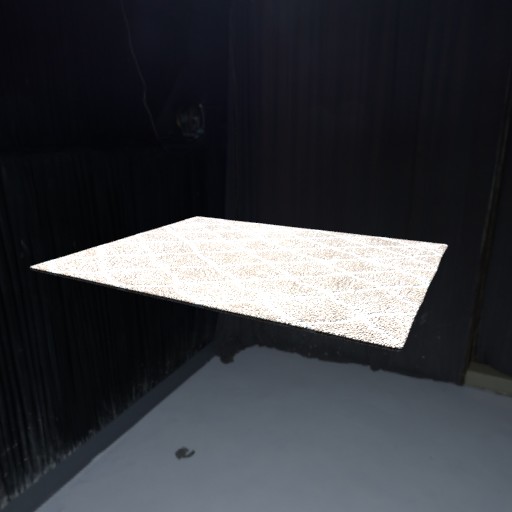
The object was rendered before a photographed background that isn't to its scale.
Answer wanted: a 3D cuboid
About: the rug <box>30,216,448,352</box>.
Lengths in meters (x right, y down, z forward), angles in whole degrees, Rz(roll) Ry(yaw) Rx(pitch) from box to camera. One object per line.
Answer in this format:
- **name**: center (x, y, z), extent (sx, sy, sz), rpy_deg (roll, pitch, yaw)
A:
- **rug**: center (0.000, 0.000, 4.074), extent (3.047, 0.029, 2.438), rpy_deg (9, 18, 27)
